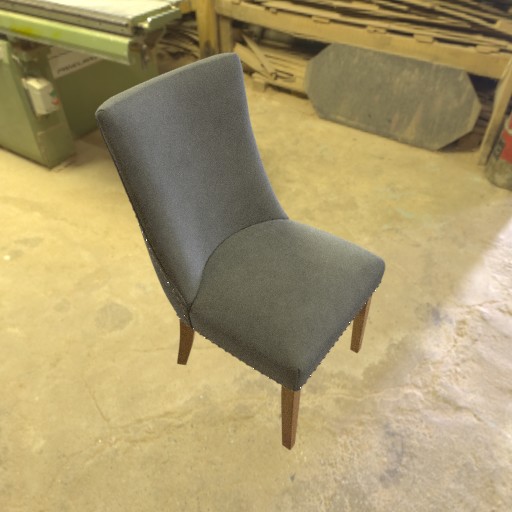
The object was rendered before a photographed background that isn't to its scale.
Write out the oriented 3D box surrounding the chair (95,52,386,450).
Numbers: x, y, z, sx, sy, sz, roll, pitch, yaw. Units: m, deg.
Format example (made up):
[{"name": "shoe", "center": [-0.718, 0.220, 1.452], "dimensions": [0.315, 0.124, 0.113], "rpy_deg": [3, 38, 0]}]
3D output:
[{"name": "chair", "center": [0.000, 0.000, 1.256], "dimensions": [0.610, 0.902, 0.495], "rpy_deg": [27, 48, 26]}]
